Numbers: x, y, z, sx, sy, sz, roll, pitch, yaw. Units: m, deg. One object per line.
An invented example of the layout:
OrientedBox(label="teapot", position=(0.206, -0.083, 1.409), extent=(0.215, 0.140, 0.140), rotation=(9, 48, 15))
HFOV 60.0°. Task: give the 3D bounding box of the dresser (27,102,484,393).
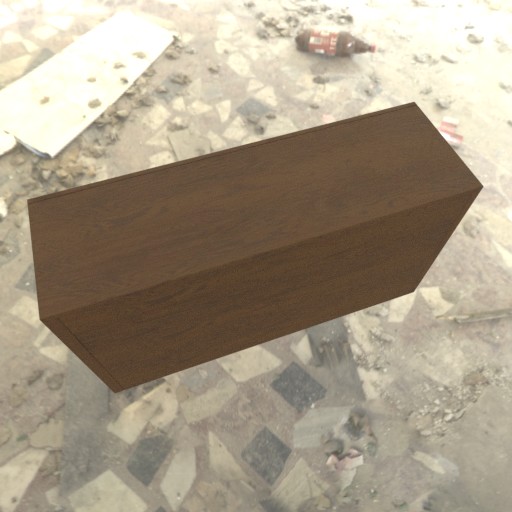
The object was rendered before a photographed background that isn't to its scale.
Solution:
OrientedBox(label="dresser", position=(0.000, 0.000, 1.932), extent=(1.523, 0.889, 0.512), rotation=(-17, 60, -10))
